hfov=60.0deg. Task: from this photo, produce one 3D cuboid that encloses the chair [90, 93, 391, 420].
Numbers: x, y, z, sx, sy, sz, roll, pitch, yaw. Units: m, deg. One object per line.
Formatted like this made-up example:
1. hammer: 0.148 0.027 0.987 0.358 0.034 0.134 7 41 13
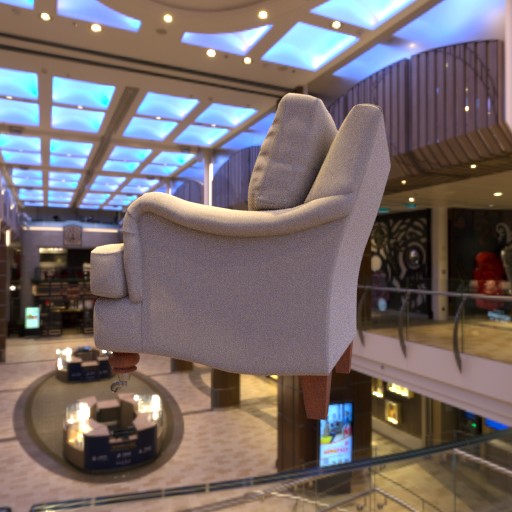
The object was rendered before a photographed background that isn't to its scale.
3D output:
1. chair: 0.000 0.000 1.884 1.078 1.076 0.895 0 -1 19
